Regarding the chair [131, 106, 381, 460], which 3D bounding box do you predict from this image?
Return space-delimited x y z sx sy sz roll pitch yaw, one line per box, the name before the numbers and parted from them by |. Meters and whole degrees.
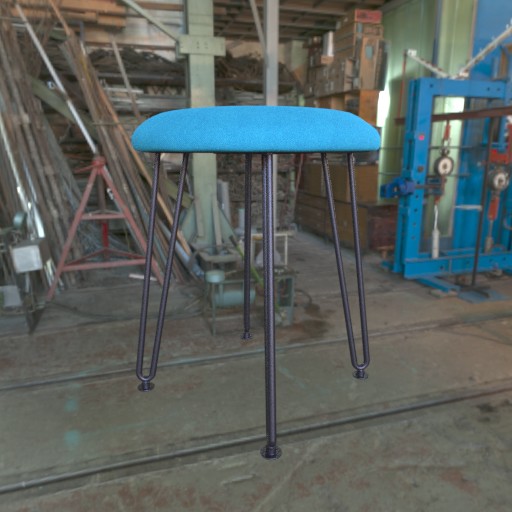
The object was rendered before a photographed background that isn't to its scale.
chair | 0.000 0.000 0.686 0.350 0.430 0.350 7 15 26
